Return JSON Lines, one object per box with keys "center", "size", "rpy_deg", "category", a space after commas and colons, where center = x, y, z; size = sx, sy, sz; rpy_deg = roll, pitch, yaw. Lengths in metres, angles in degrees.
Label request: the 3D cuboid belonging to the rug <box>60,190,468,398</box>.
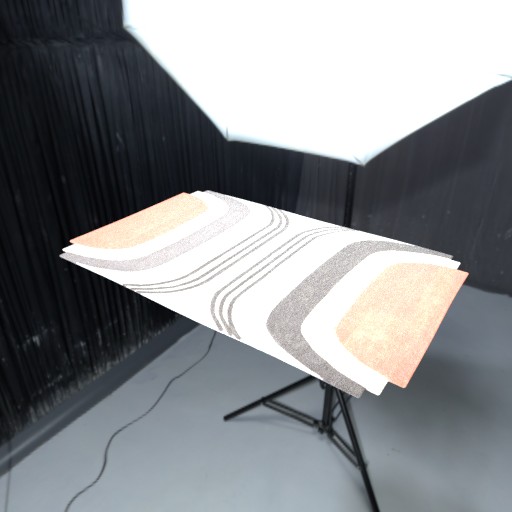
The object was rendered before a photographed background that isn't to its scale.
{"center": [0.000, 0.000, 2.982], "size": [2.446, 0.017, 1.530], "rpy_deg": [19, 34, 31], "category": "rug"}
